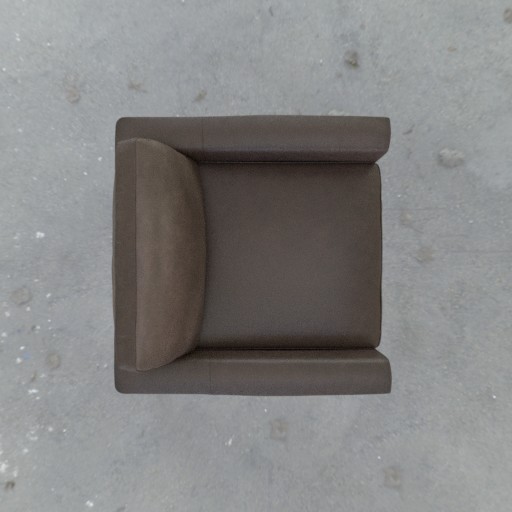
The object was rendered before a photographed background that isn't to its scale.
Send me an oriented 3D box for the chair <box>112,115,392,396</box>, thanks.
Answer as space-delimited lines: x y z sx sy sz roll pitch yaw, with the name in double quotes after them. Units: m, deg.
0.000 0.000 1.836 1.069 0.812 1.100 0 89 0 "chair"
